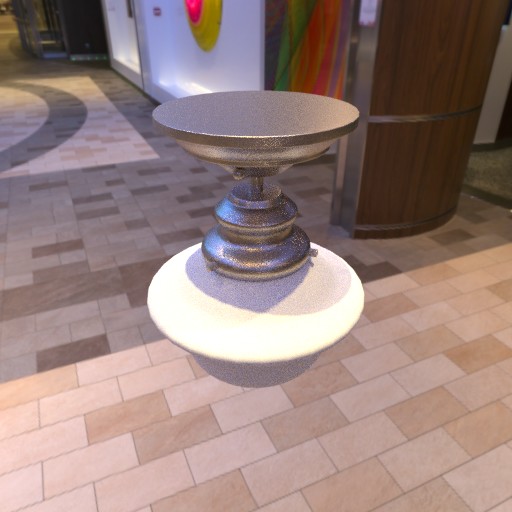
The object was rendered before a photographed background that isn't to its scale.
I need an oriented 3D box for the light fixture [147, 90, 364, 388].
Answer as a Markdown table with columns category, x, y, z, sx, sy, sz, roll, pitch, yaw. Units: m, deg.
| category | x | y | z | sx | sy | sz | roll | pitch | yaw |
| --- | --- | --- | --- | --- | --- | --- | --- | --- | --- |
| light fixture | 0.000 | 0.000 | 0.394 | 0.199 | 0.254 | 0.199 | 0 | 30 | 0 |
